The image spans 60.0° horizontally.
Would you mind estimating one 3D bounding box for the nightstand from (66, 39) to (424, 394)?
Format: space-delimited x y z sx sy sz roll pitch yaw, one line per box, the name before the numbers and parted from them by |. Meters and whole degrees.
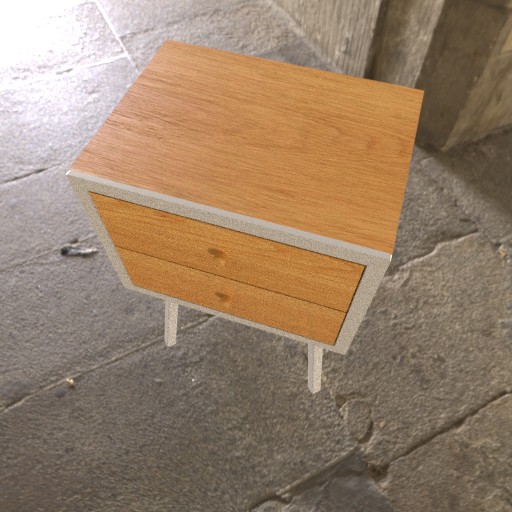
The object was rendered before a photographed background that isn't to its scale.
nightstand | 0.000 0.000 0.837 0.400 0.601 0.316 16 59 10
